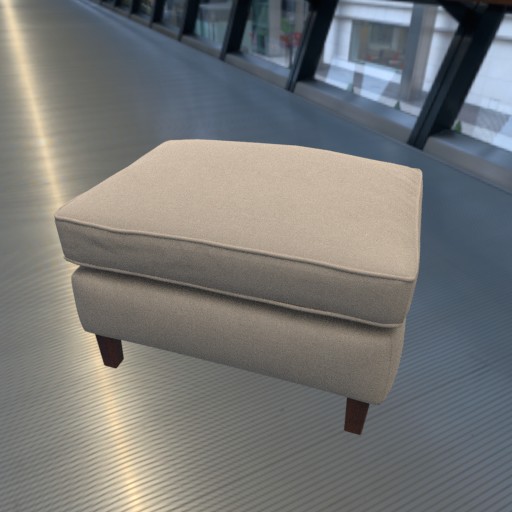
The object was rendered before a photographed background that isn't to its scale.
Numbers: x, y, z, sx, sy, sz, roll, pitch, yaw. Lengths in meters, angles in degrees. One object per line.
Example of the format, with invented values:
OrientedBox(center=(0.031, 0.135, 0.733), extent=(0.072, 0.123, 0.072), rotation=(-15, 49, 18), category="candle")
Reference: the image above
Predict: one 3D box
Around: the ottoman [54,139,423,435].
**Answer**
OrientedBox(center=(0.000, 0.000, 0.997), extent=(0.665, 0.456, 0.501), rotation=(10, 34, 15), category="ottoman")
